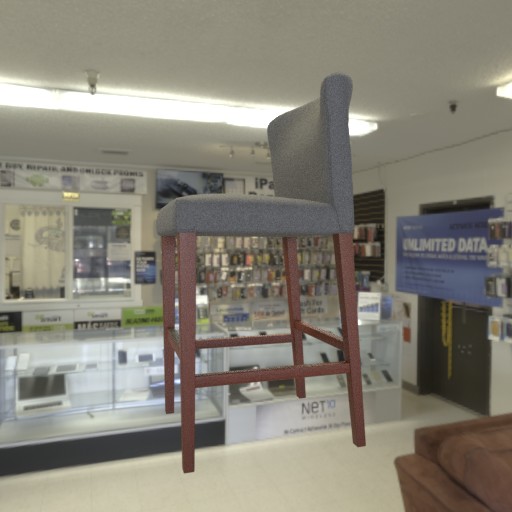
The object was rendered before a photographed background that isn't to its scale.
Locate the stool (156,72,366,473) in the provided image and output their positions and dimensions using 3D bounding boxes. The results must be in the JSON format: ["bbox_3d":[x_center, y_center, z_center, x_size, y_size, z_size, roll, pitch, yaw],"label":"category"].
[{"bbox_3d":[0.000,0.000,1.372,0.568,1.069,0.481,0,2,-18],"label":"stool"}]
